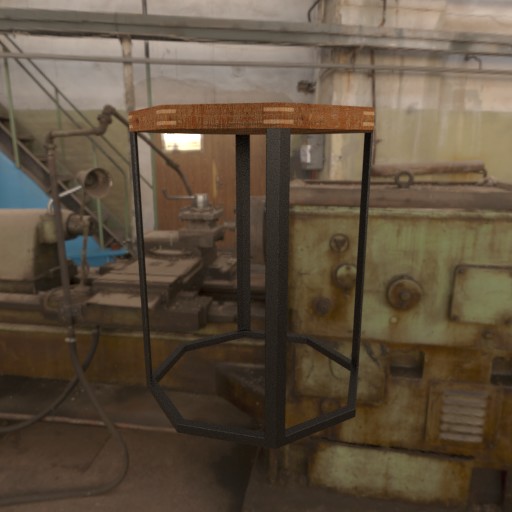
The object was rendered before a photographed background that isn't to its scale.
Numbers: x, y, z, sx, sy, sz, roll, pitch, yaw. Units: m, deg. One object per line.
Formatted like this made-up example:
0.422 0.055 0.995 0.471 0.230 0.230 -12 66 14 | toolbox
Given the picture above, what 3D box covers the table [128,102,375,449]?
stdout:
0.000 0.000 0.884 0.458 0.543 0.458 -2 14 -8 | table
